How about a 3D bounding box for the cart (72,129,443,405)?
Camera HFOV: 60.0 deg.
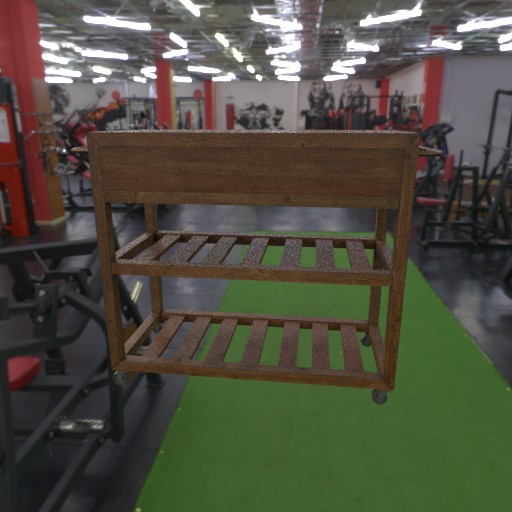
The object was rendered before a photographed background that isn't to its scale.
[{"bbox_3d":[0.000,0.000,1.528,1.065,0.830,0.445,2,17,7],"label":"cart"}]
